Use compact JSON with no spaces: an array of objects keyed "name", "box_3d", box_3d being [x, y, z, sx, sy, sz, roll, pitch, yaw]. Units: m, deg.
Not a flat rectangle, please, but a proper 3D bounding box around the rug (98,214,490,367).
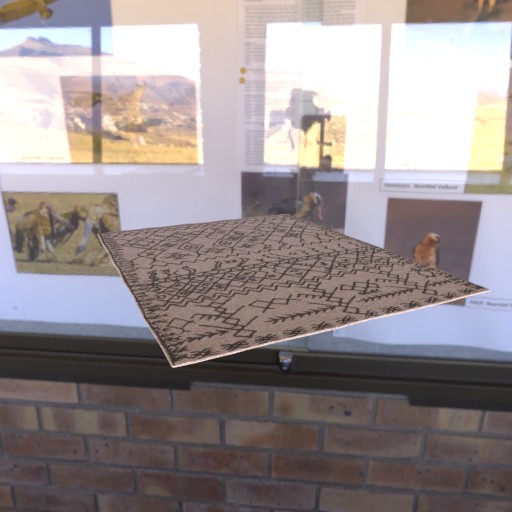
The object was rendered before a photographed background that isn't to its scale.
[{"name":"rug","box_3d":[0.000,0.000,3.287,1.964,0.025,2.455,-8,19,-25]}]
